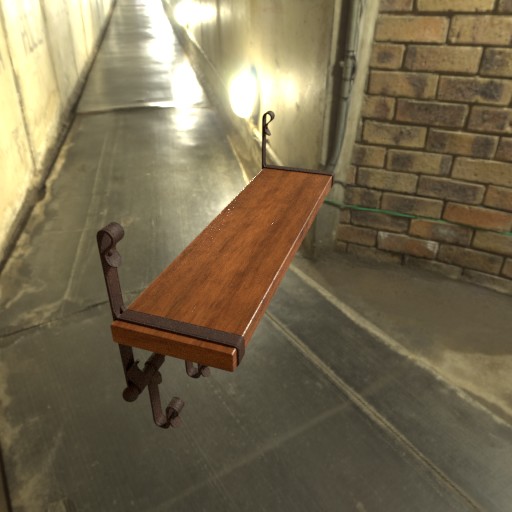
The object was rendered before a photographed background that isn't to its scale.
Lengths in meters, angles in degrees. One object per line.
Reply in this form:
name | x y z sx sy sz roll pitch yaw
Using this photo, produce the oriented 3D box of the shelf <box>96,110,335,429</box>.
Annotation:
shelf | 0.000 0.000 0.705 0.146 0.330 0.567 10 32 16
